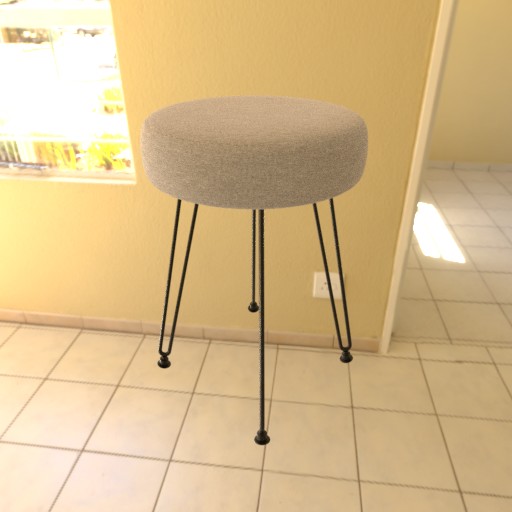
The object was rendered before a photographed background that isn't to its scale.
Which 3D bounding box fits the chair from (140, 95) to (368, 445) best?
[{"bbox_3d":[0.000,0.000,0.686,0.350,0.440,0.350,-1,29,-2],"label":"chair"}]
